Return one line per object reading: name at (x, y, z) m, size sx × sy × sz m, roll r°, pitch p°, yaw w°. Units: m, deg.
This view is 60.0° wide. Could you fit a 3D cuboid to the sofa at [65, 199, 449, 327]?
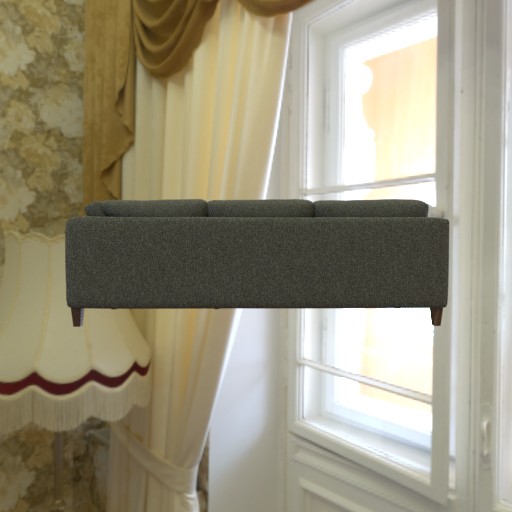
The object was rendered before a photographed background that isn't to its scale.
sofa at (0.000, 0.000, 4.478) m, size 2.551 × 0.853 × 3.238 m, roll 0°, pitch 1°, yaw -1°
